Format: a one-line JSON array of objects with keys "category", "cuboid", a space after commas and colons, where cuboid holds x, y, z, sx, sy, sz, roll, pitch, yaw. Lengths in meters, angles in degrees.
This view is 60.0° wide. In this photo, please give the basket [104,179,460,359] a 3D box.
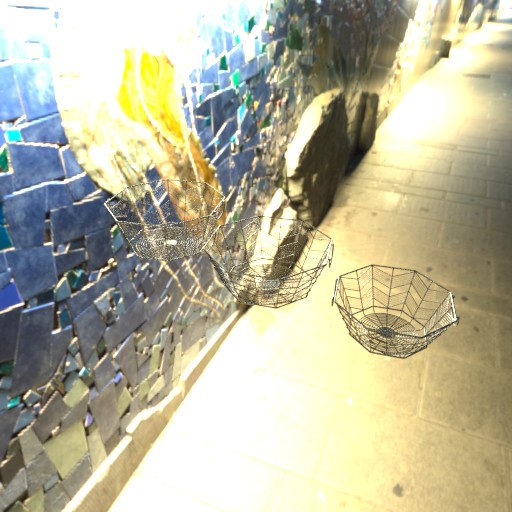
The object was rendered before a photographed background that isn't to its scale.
[{"category": "basket", "cuboid": [0.000, 0.000, 1.429, 1.246, 0.178, 0.432, 21, 36, 31]}]
